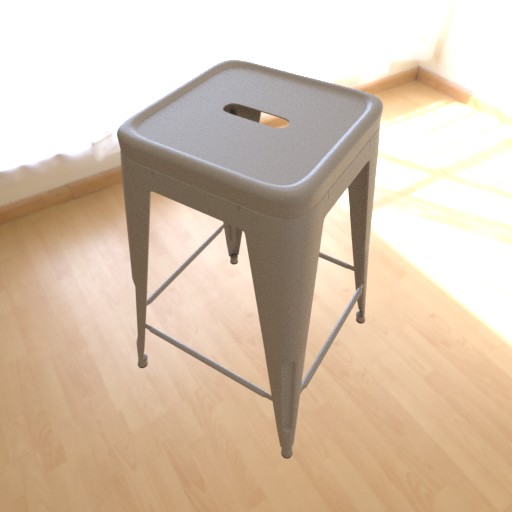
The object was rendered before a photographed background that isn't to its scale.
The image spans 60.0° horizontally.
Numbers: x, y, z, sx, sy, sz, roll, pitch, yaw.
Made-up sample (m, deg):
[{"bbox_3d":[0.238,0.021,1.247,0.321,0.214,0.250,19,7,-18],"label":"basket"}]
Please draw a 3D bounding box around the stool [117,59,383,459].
[{"bbox_3d":[0.000,0.000,0.868,0.410,0.608,0.410,24,51,21],"label":"stool"}]
